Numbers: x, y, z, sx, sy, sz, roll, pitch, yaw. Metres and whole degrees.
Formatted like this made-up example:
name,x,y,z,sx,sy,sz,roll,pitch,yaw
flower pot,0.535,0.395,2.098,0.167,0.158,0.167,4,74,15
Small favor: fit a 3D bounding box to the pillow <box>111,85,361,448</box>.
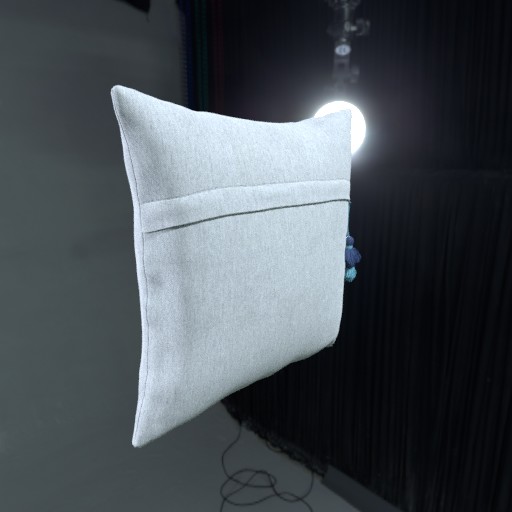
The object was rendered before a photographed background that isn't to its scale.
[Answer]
name,x,y,z,sx,sy,sz,roll,pitch,yaw
pillow,0.000,0.000,0.655,0.173,0.436,0.433,14,20,43
